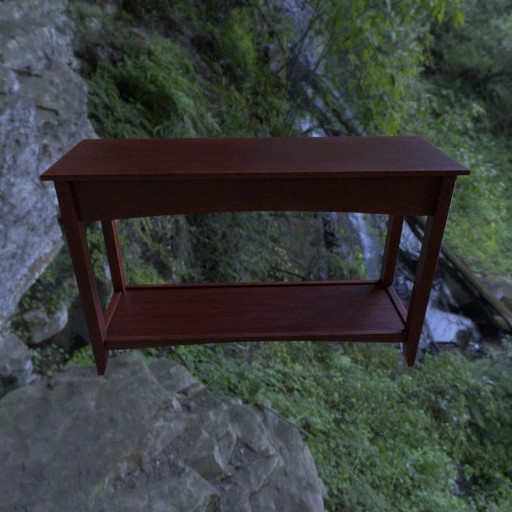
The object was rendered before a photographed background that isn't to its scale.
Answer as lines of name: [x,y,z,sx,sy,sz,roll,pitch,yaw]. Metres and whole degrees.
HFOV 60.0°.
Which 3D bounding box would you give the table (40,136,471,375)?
table: [0.000,0.000,1.567,1.188,0.739,0.392,-1,29,-2]
